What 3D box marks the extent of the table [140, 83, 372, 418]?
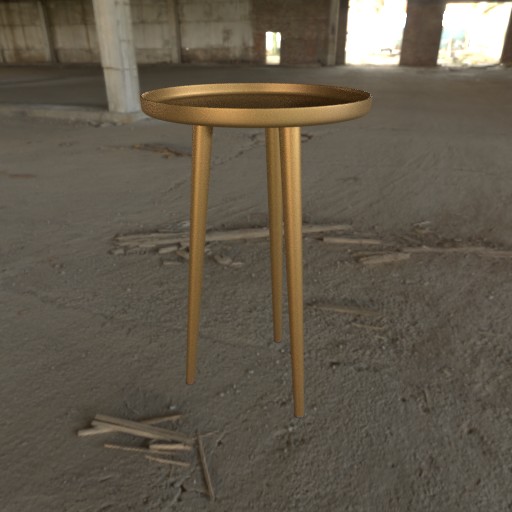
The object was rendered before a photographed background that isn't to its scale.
[{"bbox_3d":[0.000,0.000,0.690,0.299,0.480,0.299,9,27,18],"label":"table"}]
